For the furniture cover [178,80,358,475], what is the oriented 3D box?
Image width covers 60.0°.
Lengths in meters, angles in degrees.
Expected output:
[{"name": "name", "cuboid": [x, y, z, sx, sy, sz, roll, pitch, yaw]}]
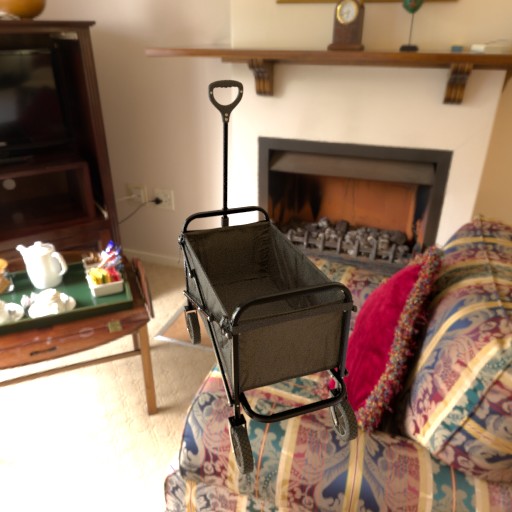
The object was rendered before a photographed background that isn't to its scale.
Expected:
[{"name": "furniture cover", "cuboid": [0.000, 0.000, 1.829, 0.532, 1.295, 1.038, -9, 28, -18]}]
